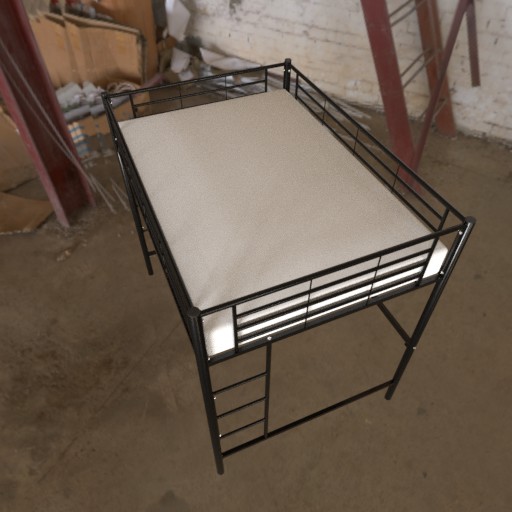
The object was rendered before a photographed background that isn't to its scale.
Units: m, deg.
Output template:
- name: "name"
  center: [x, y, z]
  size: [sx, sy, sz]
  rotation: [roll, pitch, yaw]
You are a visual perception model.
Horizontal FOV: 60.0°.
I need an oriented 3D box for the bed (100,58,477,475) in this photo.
- name: "bed"
  center: [0.000, 0.000, 3.143]
  size: [1.397, 1.803, 1.994]
  rotation: [-17, 49, -16]
